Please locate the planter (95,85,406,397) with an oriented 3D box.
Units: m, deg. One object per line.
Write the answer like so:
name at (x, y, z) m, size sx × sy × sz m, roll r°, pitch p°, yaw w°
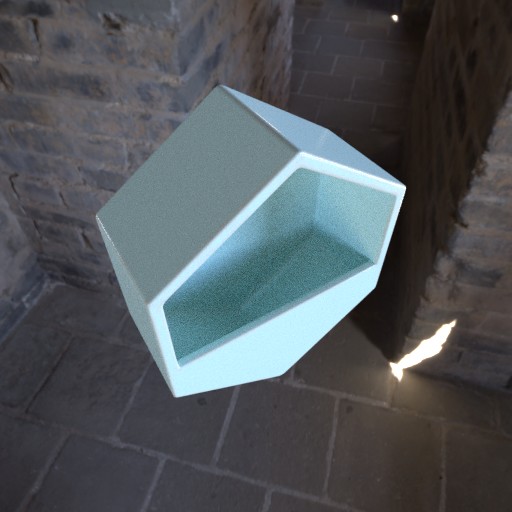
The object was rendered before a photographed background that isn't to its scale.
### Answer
planter at (0.000, 0.000, 0.296) m, size 0.169 × 0.207 × 0.078 m, roll -25°, pitch 52°, yaw -21°
